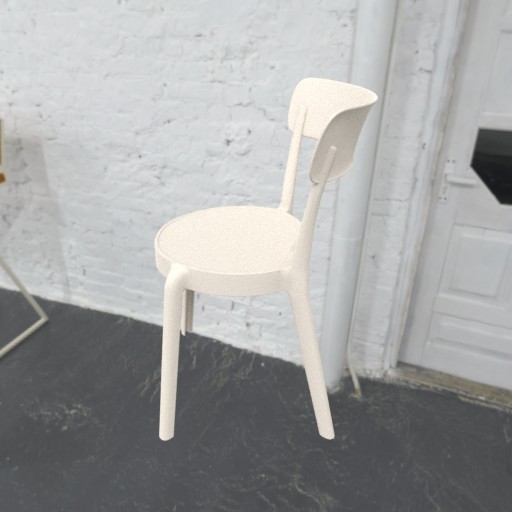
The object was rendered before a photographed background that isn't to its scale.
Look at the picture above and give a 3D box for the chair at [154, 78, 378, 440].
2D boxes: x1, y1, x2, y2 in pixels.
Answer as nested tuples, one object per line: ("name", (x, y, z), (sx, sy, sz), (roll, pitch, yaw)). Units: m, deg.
("chair", (0.000, 0.000, 1.114), (0.491, 0.790, 0.506), (0, 27, -1))
